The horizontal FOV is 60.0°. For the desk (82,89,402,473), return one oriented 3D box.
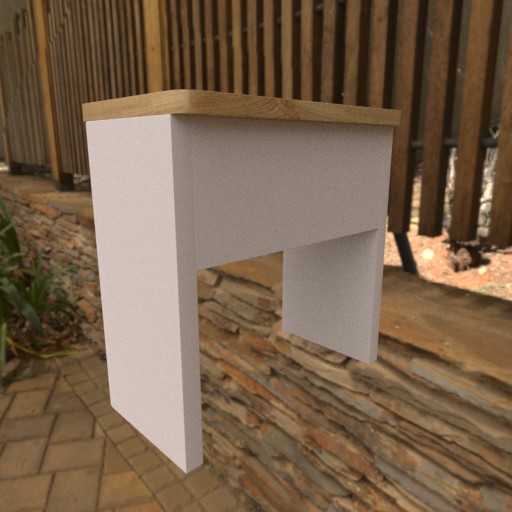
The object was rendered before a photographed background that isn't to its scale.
[{"bbox_3d":[0.000,0.000,1.247,0.760,0.790,0.440,-13,19,-42],"label":"desk"}]
